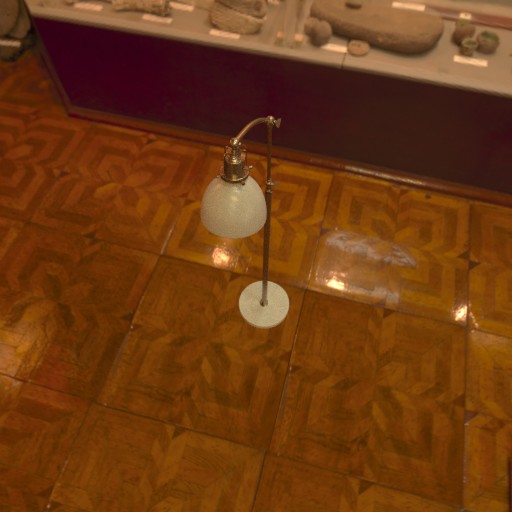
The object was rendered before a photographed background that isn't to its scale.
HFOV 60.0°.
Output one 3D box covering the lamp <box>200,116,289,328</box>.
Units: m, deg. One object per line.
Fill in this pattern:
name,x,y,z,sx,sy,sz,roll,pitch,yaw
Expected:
lamp,0.000,0.000,1.808,0.288,1.586,0.599,15,60,9
